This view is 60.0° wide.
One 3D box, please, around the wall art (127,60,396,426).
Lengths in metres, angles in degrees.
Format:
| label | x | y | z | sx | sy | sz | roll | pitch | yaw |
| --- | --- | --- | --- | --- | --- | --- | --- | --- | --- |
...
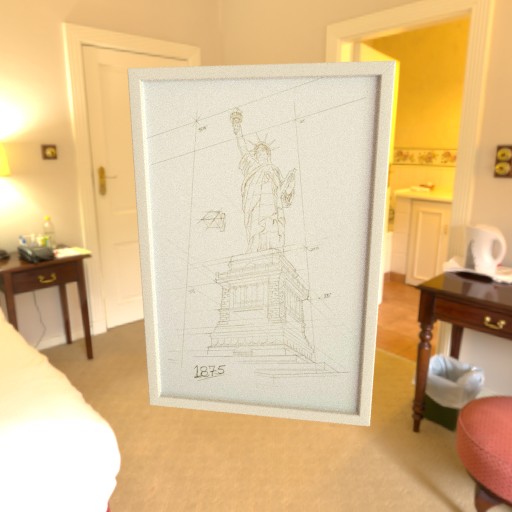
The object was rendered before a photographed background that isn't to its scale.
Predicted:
| label | x | y | z | sx | sy | sz | roll | pitch | yaw |
| --- | --- | --- | --- | --- | --- | --- | --- | --- | --- |
| wall art | 0.000 | 0.000 | 1.478 | 0.808 | 1.183 | 0.038 | 2 | 14 | 9 |
